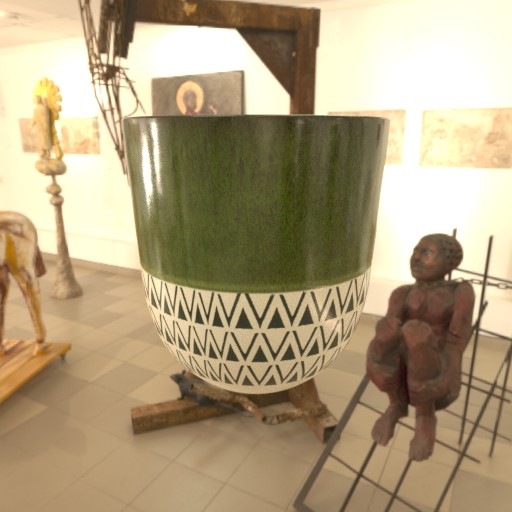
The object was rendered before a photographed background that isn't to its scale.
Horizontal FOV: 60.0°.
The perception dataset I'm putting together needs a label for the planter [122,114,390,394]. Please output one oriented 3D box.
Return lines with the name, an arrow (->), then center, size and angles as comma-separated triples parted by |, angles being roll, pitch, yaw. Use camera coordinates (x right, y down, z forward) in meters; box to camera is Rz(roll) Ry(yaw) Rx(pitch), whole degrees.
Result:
planter -> 0.000, 0.000, 0.457 | 0.245, 0.270, 0.245 | 0, 16, 0
